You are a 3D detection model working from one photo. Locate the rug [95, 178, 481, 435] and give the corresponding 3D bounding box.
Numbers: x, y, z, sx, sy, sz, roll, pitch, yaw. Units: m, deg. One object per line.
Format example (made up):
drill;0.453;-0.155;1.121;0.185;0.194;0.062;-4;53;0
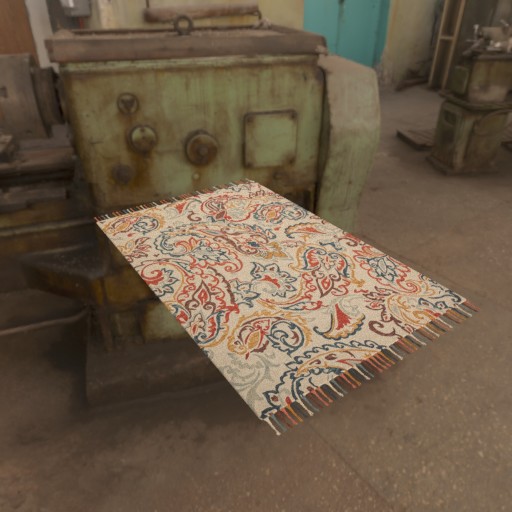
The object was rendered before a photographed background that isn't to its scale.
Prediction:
rug;0.000;0.000;2.488;1.218;0.010;1.997;-20;37;-29
